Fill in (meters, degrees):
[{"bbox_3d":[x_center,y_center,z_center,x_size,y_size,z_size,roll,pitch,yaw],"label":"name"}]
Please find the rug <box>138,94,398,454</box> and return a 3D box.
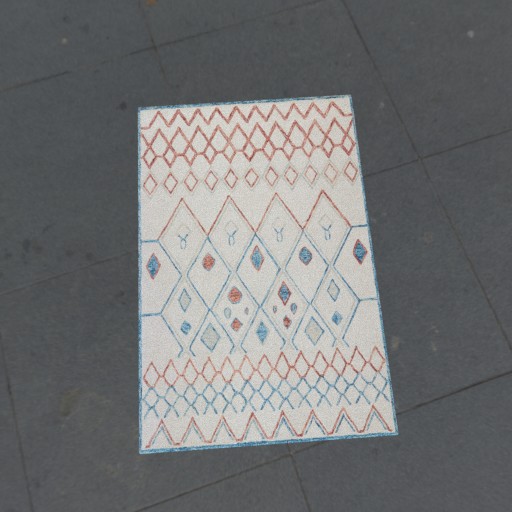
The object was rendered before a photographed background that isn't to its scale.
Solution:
[{"bbox_3d":[0.000,0.000,2.307,1.219,0.016,1.829,-4,76,-1],"label":"rug"}]
